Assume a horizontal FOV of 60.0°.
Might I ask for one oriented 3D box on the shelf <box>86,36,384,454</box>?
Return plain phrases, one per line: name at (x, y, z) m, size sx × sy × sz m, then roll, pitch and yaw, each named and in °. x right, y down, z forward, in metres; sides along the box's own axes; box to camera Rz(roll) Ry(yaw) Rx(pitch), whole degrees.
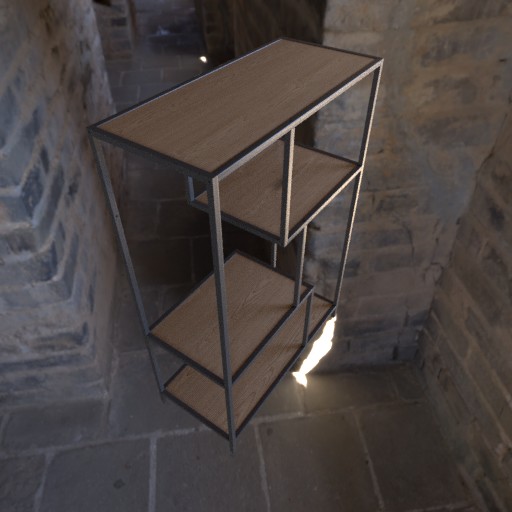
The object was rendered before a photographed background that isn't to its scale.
shelf at (0.000, 0.000, 1.490) m, size 0.350 × 1.138 × 0.770 m, roll 25°, pitch 48°, yaw 25°
